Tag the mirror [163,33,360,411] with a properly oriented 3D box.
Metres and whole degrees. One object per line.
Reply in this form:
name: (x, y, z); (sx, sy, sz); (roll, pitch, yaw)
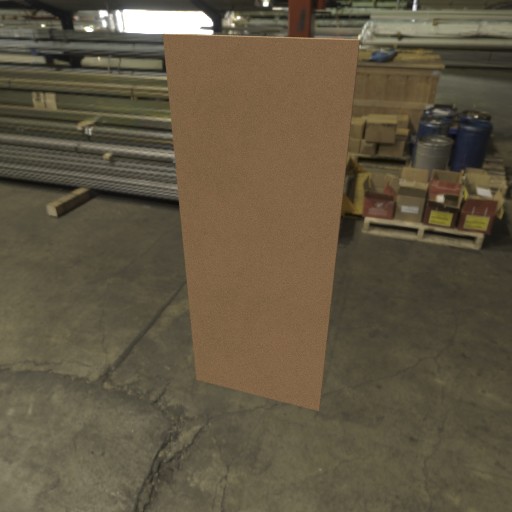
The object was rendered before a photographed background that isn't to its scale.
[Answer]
mirror: (0.000, 0.000, 2.282); (0.812, 2.031, 0.026); (10, 32, 15)
